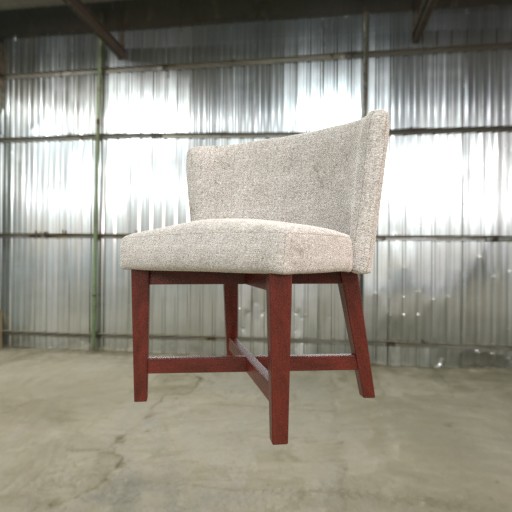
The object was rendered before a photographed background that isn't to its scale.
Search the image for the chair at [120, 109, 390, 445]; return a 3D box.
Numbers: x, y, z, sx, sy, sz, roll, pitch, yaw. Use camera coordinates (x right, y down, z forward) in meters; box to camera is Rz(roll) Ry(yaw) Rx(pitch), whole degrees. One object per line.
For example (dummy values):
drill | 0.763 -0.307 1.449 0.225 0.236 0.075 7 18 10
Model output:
chair | 0.000 0.000 1.298 0.728 0.827 0.575 0 0 37
